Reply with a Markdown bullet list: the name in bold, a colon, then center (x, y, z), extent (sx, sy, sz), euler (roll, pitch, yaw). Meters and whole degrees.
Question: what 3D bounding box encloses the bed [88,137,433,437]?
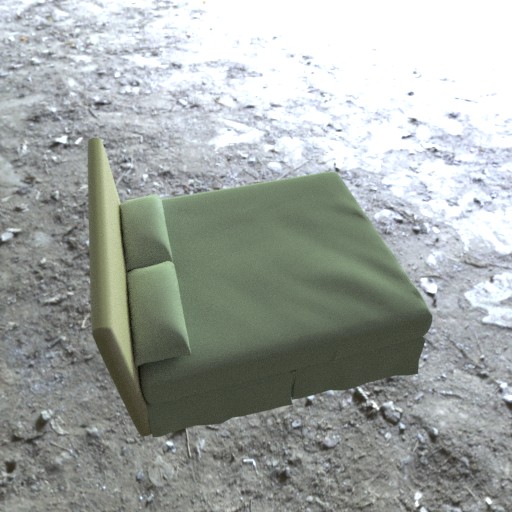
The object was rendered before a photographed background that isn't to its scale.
- **bed**: center (0.000, 0.000, 3.361), extent (2.142, 1.330, 1.884), euler (-11, 47, -10)
